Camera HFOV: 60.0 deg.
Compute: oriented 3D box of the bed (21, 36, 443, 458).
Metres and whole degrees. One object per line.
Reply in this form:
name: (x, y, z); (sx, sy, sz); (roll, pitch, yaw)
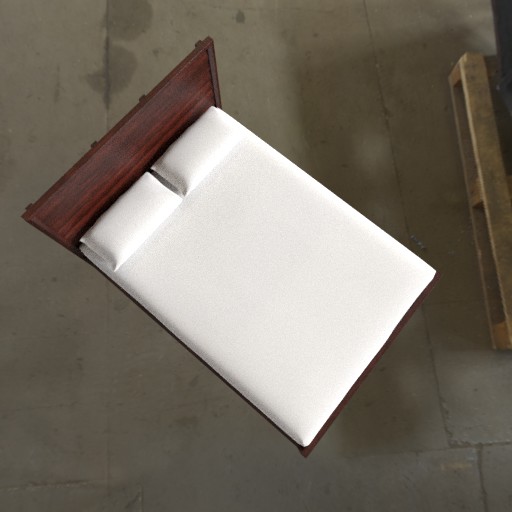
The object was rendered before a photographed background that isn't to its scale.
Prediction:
bed: (0.000, 0.000, 3.890); (2.803, 1.492, 2.040); (39, 78, 10)
